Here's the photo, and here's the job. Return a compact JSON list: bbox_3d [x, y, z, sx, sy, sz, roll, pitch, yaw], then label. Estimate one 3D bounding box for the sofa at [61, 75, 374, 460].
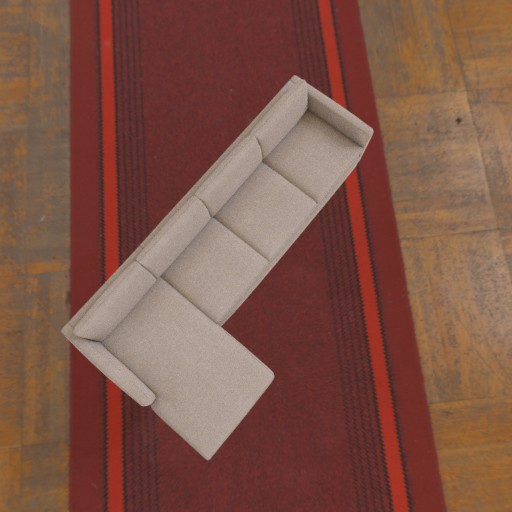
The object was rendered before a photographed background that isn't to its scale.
[{"bbox_3d":[0.000,0.000,3.699,1.469,0.816,2.923,38,79,9],"label":"sofa"}]
